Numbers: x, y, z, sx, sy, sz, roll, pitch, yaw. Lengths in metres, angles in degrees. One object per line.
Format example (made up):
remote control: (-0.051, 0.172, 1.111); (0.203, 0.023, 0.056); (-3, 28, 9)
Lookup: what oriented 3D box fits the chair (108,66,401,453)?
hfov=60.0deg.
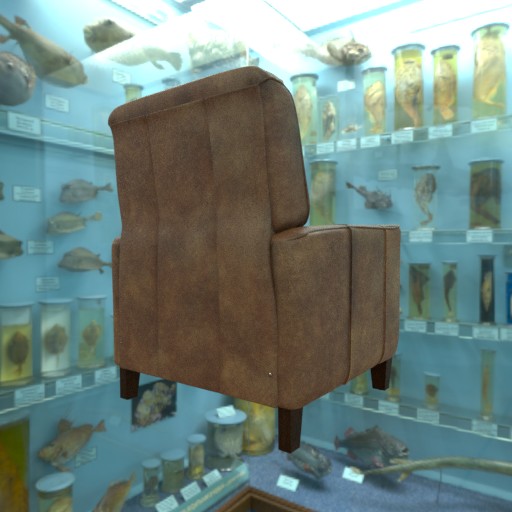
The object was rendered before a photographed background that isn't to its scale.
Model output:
chair: (0.000, 0.000, 1.655); (0.843, 1.043, 0.836); (1, 1, 37)
